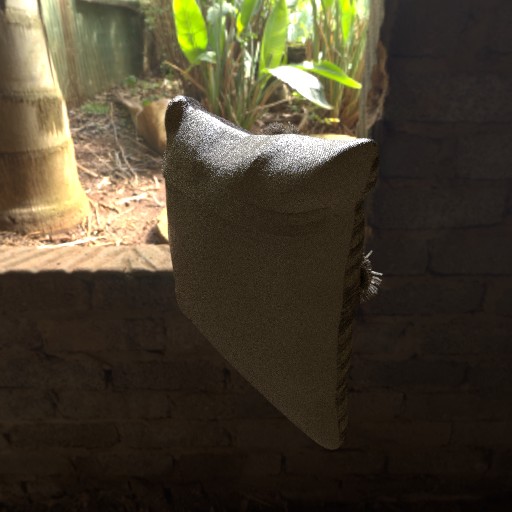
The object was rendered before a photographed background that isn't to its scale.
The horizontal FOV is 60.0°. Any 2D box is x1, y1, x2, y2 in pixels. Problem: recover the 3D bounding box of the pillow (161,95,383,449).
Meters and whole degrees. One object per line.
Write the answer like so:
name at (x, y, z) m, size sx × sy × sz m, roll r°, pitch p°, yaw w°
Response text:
pillow at (0.000, 0.000, 0.771) m, size 0.234 × 0.490 × 0.484 m, roll -18°, pitch 32°, yaw -31°
